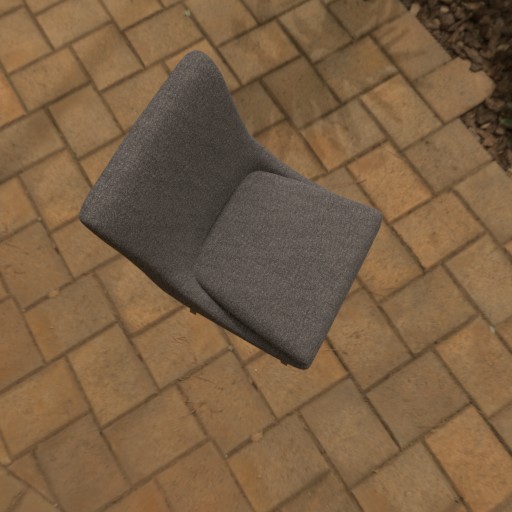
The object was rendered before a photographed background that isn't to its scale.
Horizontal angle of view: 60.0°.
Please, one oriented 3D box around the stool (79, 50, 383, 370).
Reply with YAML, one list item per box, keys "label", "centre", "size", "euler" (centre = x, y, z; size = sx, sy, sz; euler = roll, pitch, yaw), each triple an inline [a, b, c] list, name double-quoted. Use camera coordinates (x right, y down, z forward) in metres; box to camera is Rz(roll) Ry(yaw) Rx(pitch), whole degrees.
- label: "stool"
  centre: [0.000, 0.000, 1.358]
  size: [0.572, 1.068, 0.489]
  euler: [28, 77, 7]
